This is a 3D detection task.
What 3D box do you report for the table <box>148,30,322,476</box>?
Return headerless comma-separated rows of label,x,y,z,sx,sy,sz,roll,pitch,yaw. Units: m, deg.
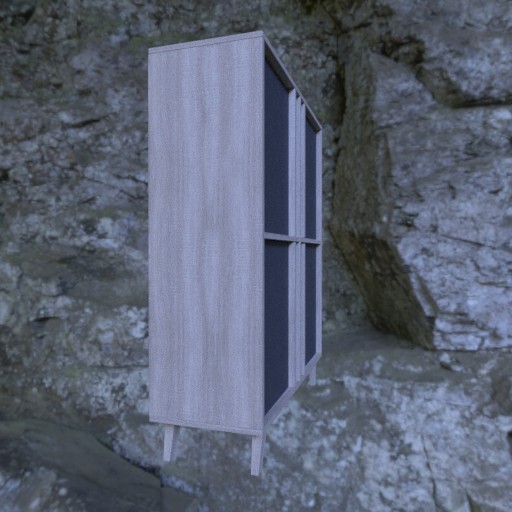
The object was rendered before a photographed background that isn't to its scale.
table,0.000,0.000,1.948,0.398,1.388,1.111,0,1,18
